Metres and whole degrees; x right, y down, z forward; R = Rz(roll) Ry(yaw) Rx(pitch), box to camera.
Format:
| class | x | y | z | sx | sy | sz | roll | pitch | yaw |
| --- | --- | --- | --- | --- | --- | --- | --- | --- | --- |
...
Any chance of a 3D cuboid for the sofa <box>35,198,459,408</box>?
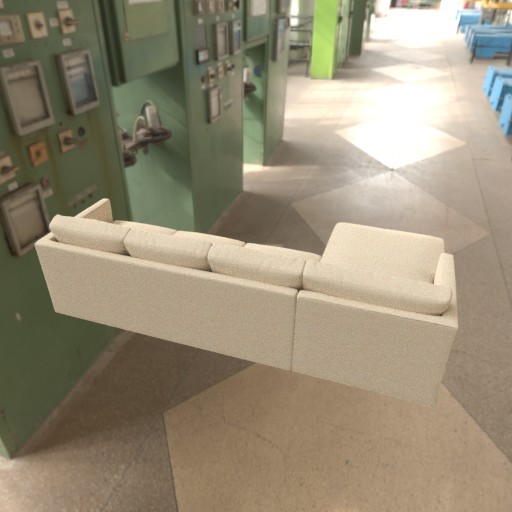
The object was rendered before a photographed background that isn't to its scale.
| class | x | y | z | sx | sy | sz | roll | pitch | yaw |
| --- | --- | --- | --- | --- | --- | --- | --- | --- | --- |
| sofa | 0.000 | 0.000 | 3.896 | 3.205 | 0.922 | 1.650 | 10 | 33 | 16 |
